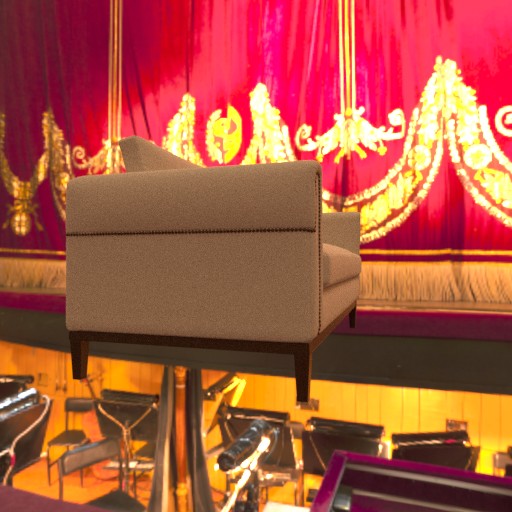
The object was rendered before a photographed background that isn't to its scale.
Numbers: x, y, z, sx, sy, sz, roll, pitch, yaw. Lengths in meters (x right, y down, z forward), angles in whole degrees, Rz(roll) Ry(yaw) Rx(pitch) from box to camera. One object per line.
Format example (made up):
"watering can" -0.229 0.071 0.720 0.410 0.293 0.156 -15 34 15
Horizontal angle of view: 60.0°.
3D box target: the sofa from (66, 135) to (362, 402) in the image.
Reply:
"sofa" 0.000 0.000 2.144 0.905 0.873 1.598 0 -1 18
